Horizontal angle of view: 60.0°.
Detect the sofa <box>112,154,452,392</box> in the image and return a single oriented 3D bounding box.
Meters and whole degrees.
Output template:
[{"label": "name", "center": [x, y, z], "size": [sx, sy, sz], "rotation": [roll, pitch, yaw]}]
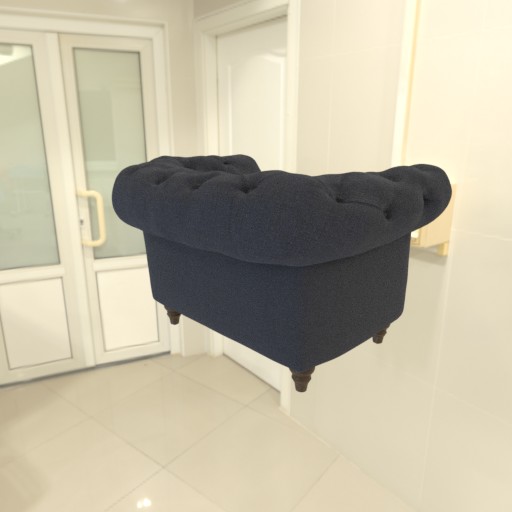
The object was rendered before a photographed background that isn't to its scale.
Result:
[{"label": "sofa", "center": [0.000, 0.000, 2.075], "size": [1.032, 0.878, 1.405], "rotation": [-16, 22, -42]}]
